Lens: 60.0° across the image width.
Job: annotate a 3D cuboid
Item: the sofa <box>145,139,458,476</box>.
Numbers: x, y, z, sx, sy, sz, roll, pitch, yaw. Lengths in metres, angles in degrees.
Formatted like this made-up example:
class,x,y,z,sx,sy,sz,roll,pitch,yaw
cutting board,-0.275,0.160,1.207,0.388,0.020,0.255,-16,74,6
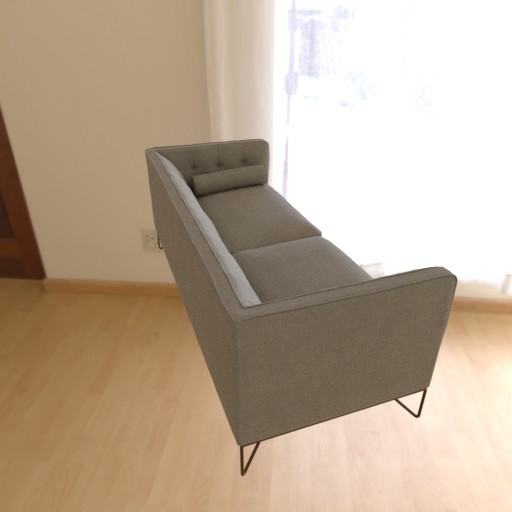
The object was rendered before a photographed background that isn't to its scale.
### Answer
class,x,y,z,sx,sy,sz,roll,pitch,yaw
sofa,0.000,0.000,2.558,0.912,0.798,2.079,-10,31,-17
